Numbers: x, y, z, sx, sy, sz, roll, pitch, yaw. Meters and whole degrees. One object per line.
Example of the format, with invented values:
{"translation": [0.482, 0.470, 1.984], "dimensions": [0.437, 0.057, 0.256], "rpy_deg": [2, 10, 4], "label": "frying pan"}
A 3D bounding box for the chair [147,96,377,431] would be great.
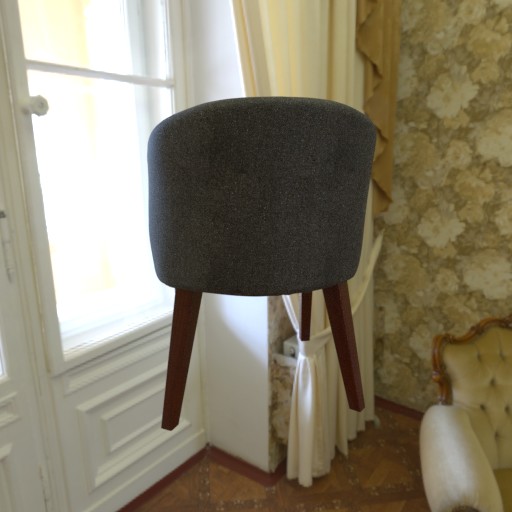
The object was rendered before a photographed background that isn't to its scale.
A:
{"translation": [0.000, 0.000, 1.270], "dimensions": [0.583, 0.811, 0.655], "rpy_deg": [-2, 15, -8], "label": "chair"}
